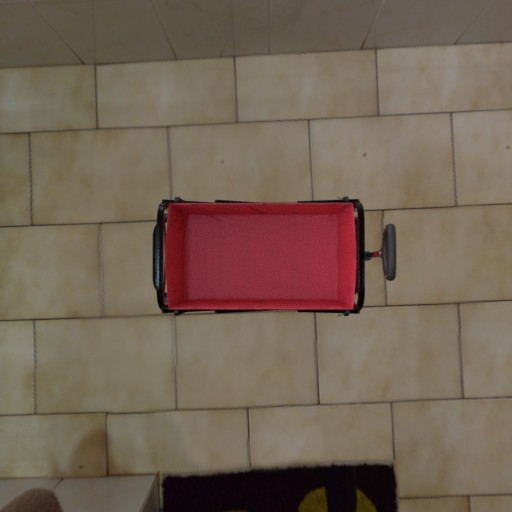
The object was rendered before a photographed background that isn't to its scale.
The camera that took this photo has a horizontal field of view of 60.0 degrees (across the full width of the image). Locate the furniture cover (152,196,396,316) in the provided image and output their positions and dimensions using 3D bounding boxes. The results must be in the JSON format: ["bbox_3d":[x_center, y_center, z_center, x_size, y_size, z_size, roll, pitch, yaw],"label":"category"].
[{"bbox_3d":[0.000,0.000,1.817,1.038,1.295,0.532,0,89,1],"label":"furniture cover"}]
